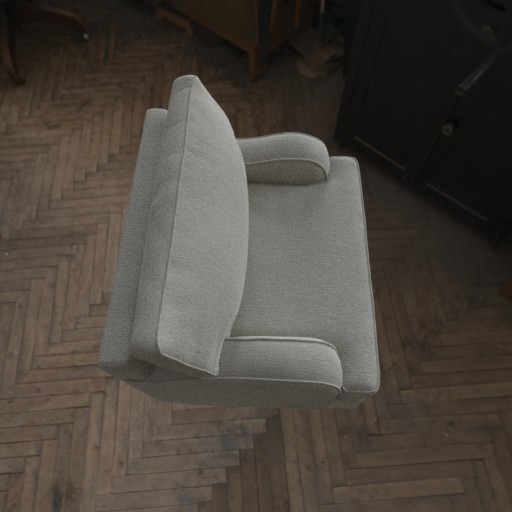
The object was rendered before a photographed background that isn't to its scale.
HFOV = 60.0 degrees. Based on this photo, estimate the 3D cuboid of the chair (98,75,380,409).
[{"bbox_3d":[0.000,0.000,2.012,1.041,1.016,1.220,1,63,1],"label":"chair"}]
